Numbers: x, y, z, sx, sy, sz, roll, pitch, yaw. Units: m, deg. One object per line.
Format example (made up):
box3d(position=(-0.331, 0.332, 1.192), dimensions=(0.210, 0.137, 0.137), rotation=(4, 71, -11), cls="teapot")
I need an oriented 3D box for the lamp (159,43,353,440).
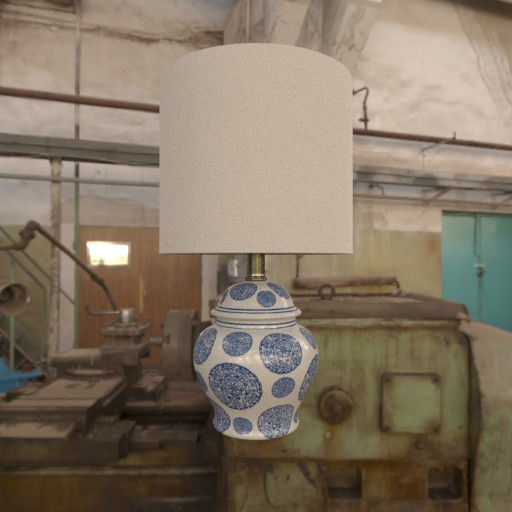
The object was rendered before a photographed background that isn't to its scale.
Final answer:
box3d(position=(0.000, 0.000, 0.503), dimensions=(0.215, 0.381, 0.215), rotation=(0, 0, -17), cls="lamp")
